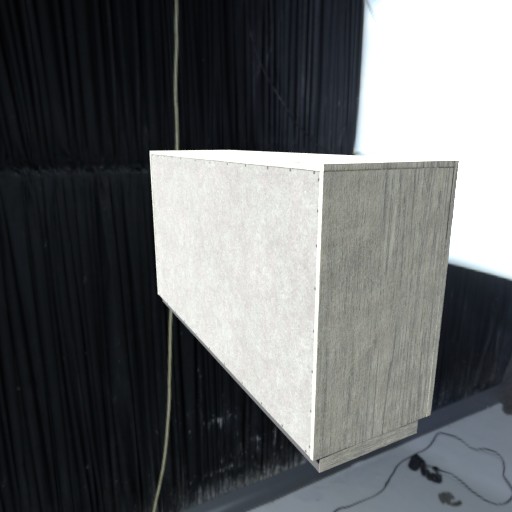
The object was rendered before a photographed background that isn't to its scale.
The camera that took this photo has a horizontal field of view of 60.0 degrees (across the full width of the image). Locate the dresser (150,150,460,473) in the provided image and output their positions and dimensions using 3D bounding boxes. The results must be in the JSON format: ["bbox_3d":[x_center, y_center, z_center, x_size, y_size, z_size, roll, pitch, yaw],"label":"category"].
[{"bbox_3d":[0.000,0.000,1.984,0.483,0.889,1.628,-7,16,-27],"label":"dresser"}]
